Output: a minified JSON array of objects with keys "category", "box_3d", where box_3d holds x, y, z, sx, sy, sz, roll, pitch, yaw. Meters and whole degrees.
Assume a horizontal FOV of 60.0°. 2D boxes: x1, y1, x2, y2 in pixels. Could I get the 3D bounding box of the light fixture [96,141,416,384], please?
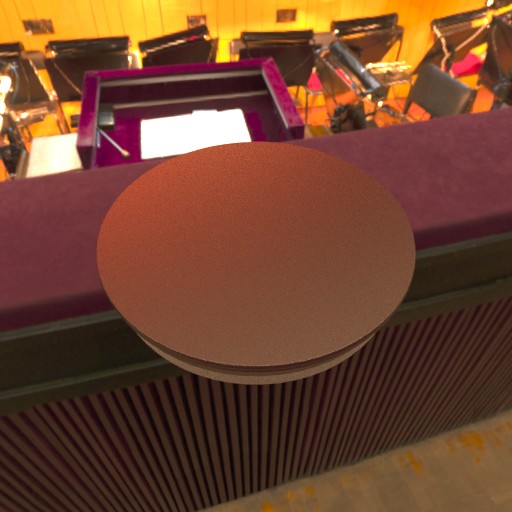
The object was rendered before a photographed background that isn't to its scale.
[{"category":"light fixture","box_3d":[0.000,0.000,0.559,0.368,0.100,0.368,0,47,0]}]
